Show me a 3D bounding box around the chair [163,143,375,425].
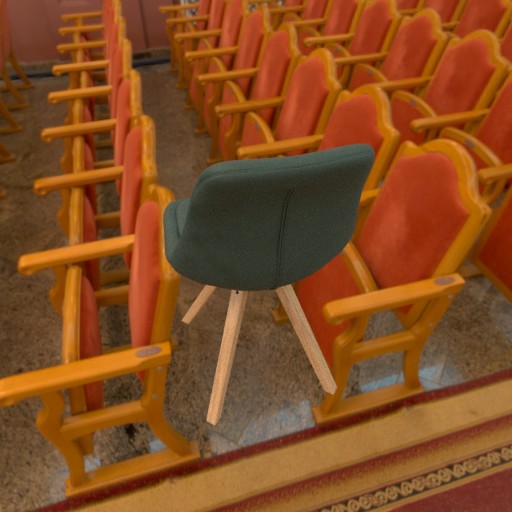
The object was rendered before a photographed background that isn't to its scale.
[{"bbox_3d":[0.000,0.000,1.224,0.483,0.865,0.547,-10,41,-12],"label":"chair"}]
